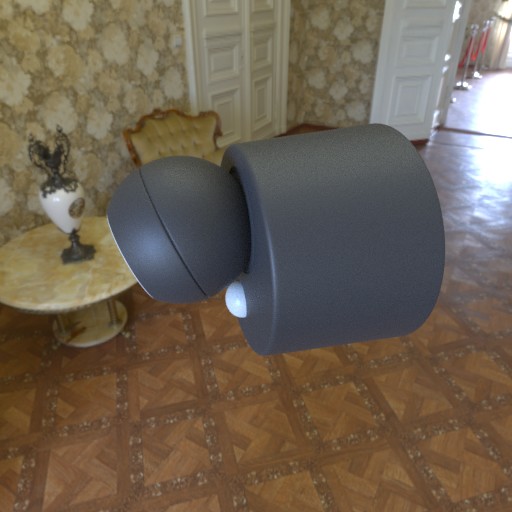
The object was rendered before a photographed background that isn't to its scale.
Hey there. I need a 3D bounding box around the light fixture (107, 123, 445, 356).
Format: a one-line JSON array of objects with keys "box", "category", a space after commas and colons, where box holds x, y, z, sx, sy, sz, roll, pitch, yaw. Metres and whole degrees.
[{"box": [0.000, 0.000, 0.267, 0.160, 0.143, 0.134, -9, 31, -14], "category": "light fixture"}]
